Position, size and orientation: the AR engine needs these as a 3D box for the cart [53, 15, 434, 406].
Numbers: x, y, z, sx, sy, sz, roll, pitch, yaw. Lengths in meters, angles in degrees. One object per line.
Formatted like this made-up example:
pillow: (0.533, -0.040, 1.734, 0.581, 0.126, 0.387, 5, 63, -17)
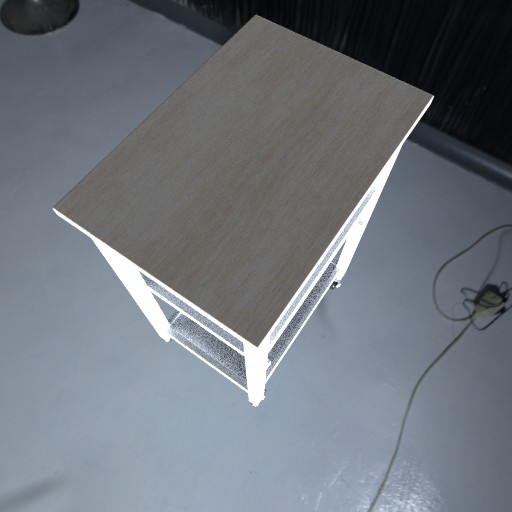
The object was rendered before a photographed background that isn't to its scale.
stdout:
cart: (0.000, 0.000, 1.156, 0.406, 0.857, 0.578, 32, 68, 14)
